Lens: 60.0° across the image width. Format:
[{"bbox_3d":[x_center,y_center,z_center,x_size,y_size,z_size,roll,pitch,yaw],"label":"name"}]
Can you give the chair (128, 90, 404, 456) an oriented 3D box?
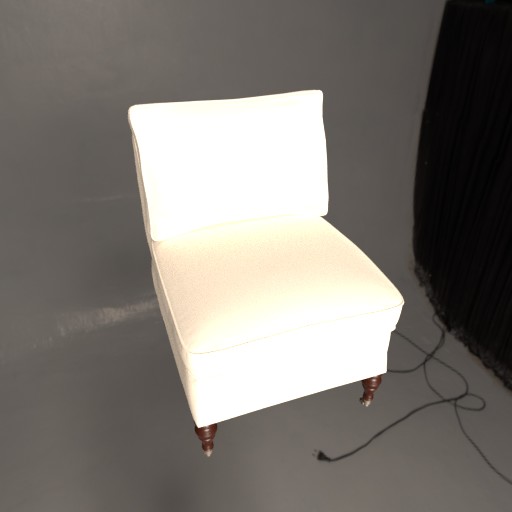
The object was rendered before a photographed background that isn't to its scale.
[{"bbox_3d":[0.000,0.000,1.405,0.630,0.887,0.781,-11,34,-16],"label":"chair"}]
